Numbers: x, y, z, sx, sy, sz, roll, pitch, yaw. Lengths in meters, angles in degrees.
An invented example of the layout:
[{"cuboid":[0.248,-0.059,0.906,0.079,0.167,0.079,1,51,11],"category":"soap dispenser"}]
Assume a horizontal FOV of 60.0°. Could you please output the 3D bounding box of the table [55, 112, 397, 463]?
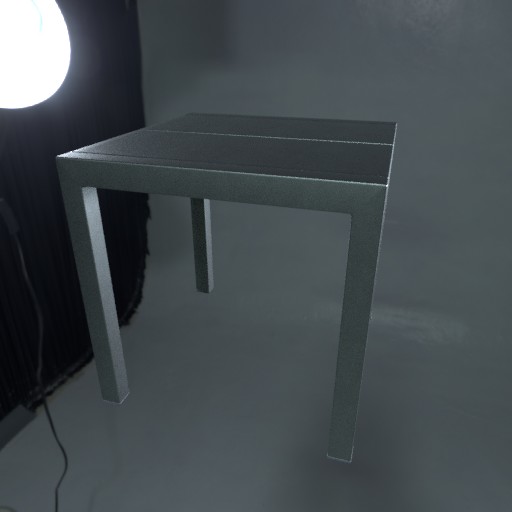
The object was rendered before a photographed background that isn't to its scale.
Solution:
[{"cuboid":[0.000,0.000,0.956,0.508,0.508,0.508,8,27,16],"category":"table"}]
